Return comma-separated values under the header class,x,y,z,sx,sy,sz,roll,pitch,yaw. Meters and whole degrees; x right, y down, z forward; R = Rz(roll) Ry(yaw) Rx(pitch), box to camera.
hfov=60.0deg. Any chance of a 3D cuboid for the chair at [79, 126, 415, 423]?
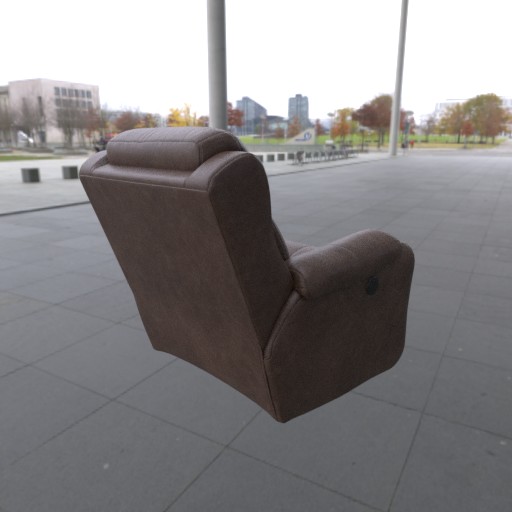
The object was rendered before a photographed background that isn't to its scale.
class,x,y,z,sx,sy,sz,roll,pitch,yaw
chair,0.000,0.000,1.795,0.940,0.990,1.067,14,20,43
